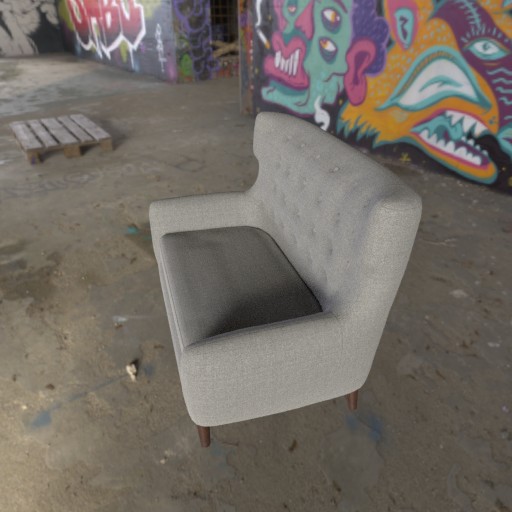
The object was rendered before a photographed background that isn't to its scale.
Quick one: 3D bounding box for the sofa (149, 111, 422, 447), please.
[{"bbox_3d":[0.000,0.000,2.074,0.884,1.028,1.386,-8,31,-14],"label":"sofa"}]
